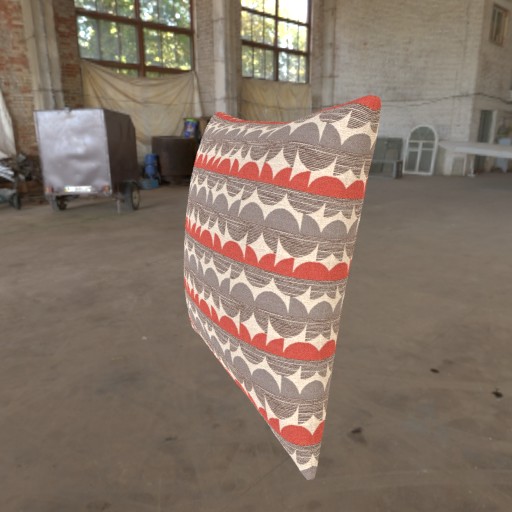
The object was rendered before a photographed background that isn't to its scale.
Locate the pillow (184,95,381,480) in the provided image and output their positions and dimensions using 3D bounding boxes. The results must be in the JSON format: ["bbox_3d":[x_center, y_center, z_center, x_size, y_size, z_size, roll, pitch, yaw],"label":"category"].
[{"bbox_3d":[0.000,0.000,0.635,0.180,0.410,0.420,-7,17,-24],"label":"pillow"}]
